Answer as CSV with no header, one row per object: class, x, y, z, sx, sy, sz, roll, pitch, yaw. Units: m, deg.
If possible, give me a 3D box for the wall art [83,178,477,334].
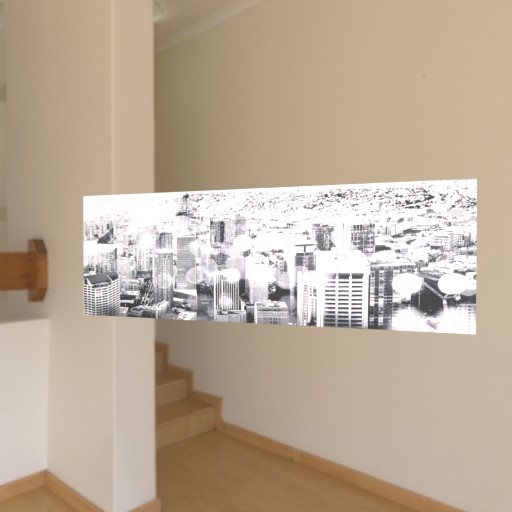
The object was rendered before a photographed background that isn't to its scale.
wall art,0.000,0.000,0.852,0.763,0.255,0.038,0,1,17
